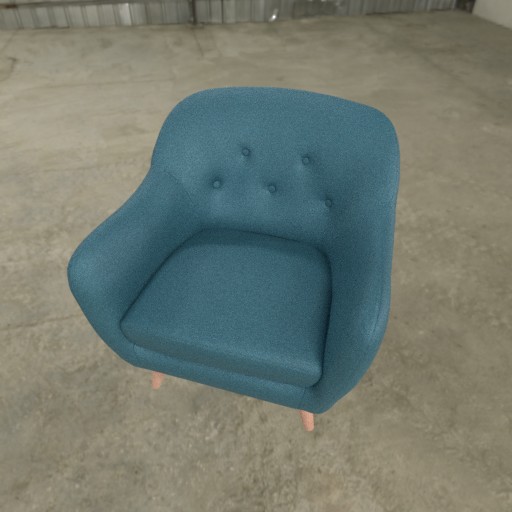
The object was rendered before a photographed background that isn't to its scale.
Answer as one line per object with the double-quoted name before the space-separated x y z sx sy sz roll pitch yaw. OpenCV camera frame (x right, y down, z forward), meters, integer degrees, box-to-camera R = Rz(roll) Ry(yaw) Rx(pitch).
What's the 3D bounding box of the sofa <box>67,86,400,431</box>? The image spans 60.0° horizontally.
"sofa" 0.000 0.000 1.460 0.836 0.817 0.825 11 42 12
